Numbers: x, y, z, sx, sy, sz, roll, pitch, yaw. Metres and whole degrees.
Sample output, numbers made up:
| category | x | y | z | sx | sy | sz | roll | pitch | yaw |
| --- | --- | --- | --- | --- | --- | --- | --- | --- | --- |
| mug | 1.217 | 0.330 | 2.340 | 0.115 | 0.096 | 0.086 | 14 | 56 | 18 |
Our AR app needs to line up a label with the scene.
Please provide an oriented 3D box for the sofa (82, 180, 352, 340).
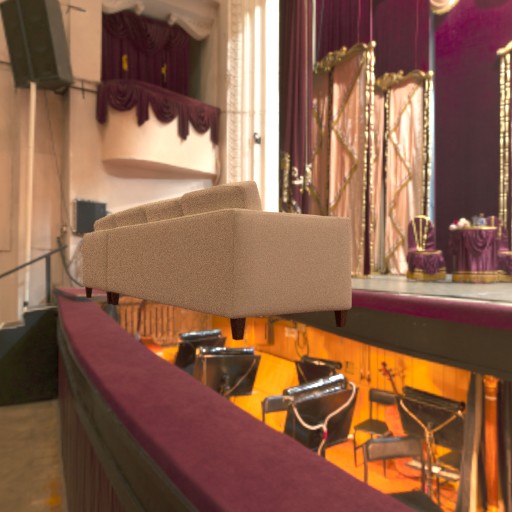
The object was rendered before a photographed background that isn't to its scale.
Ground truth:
| category | x | y | z | sx | sy | sz | roll | pitch | yaw |
| --- | --- | --- | --- | --- | --- | --- | --- | --- | --- |
| sofa | 0.000 | 0.000 | 4.442 | 2.593 | 0.947 | 3.302 | 0 | 0 | -35 |
